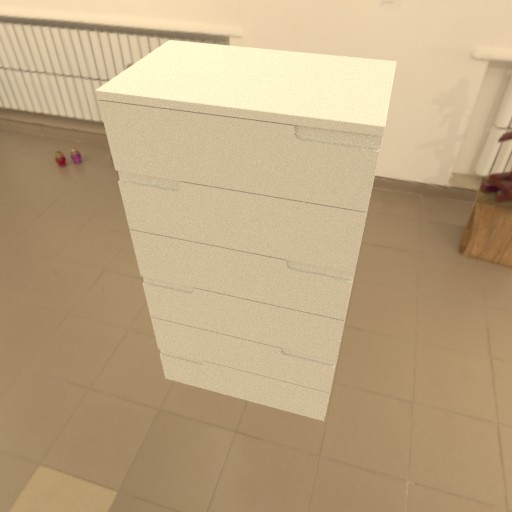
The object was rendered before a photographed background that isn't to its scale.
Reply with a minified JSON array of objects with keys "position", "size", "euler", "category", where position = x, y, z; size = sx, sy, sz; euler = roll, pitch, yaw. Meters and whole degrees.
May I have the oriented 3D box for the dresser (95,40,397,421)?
[{"position":[0.000,0.000,1.483],"size":[0.650,1.190,0.400],"euler":[11,43,12],"category":"dresser"}]
